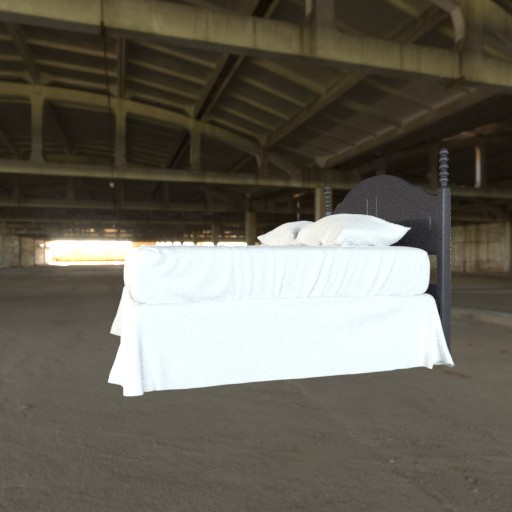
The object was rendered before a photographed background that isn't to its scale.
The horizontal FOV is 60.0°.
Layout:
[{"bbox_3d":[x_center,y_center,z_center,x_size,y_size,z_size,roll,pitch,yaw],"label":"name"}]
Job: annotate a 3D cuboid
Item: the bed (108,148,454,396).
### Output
[{"bbox_3d":[0.000,0.000,3.239,2.040,1.356,1.873,0,0,-18],"label":"bed"}]
